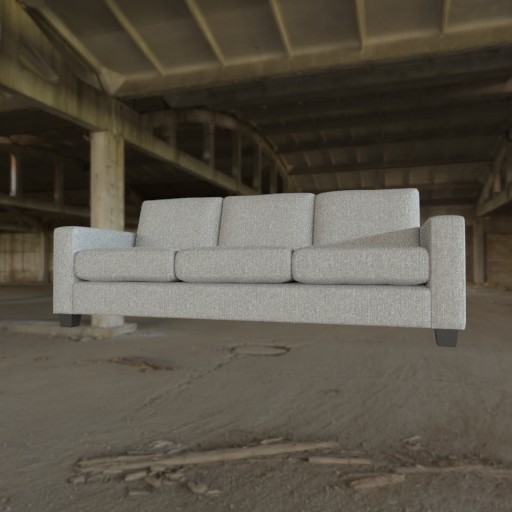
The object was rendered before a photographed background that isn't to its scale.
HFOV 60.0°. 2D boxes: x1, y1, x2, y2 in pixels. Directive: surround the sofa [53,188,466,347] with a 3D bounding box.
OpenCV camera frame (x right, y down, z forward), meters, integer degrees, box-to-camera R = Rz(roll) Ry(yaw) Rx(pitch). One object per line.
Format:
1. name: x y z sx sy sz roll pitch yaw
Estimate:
1. sofa: 0.000 0.000 2.591 2.120 0.800 0.900 0 -1 17
